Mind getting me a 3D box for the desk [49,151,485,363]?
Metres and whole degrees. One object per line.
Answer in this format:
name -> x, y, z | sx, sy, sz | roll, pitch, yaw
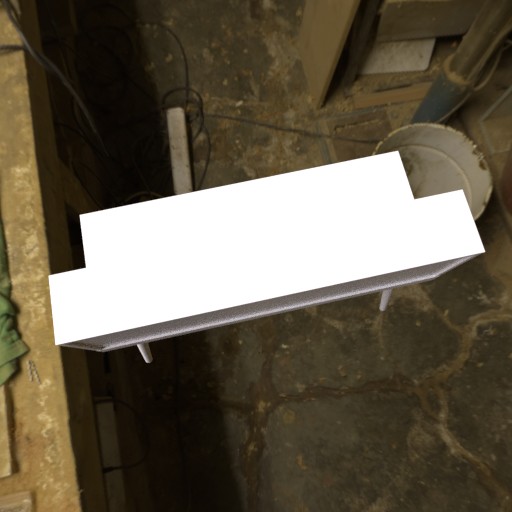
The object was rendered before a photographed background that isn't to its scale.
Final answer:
desk -> 0.000, 0.000, 1.744 | 1.199, 0.990, 0.559 | -12, 76, -3
